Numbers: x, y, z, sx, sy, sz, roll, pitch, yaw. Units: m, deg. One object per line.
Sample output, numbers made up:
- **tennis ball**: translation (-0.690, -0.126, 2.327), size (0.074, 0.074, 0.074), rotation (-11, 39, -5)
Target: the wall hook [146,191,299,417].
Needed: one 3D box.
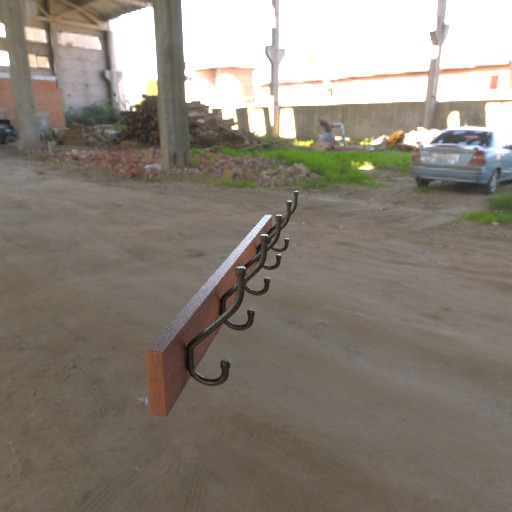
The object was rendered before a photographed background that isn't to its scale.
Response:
- **wall hook**: translation (0.000, 0.000, 0.614), size (0.071, 0.117, 0.571), rotation (3, 17, 10)
